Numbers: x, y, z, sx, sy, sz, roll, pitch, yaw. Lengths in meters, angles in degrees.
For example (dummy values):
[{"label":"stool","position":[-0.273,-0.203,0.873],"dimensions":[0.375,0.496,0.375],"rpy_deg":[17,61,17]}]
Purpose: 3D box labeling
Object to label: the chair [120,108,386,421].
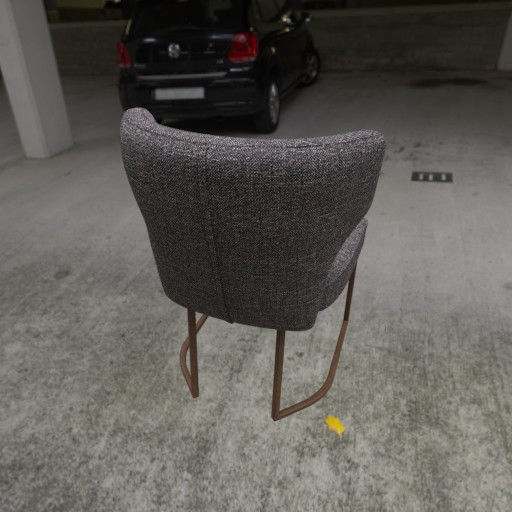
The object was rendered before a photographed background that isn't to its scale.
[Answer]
[{"label":"chair","position":[0.000,0.000,1.246],"dimensions":[0.611,0.824,0.617],"rpy_deg":[10,34,16]}]
